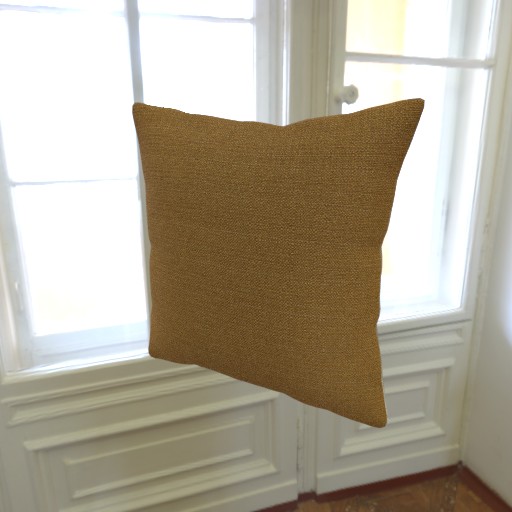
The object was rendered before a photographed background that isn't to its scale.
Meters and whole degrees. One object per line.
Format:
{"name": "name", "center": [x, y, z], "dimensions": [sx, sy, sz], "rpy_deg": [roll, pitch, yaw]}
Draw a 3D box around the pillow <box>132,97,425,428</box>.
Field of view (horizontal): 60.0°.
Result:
{"name": "pillow", "center": [0.000, 0.000, 0.653], "dimensions": [0.432, 0.437, 0.147], "rpy_deg": [8, 18, 27]}
